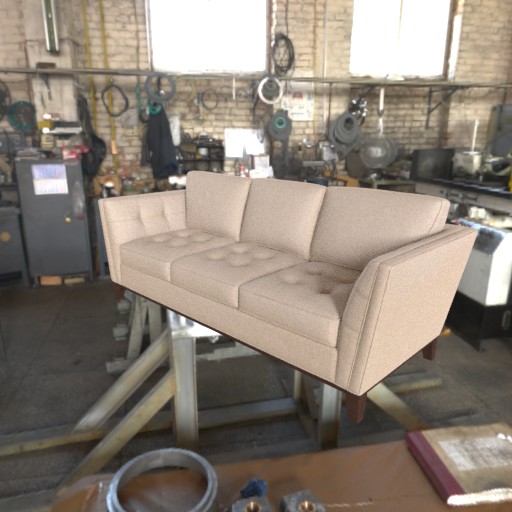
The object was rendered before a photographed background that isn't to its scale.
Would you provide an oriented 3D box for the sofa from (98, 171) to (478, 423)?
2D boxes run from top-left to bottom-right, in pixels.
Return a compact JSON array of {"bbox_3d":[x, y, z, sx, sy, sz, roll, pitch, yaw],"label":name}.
[{"bbox_3d":[0.000,0.000,2.916,2.388,0.940,0.965,15,22,42],"label":"sofa"}]
